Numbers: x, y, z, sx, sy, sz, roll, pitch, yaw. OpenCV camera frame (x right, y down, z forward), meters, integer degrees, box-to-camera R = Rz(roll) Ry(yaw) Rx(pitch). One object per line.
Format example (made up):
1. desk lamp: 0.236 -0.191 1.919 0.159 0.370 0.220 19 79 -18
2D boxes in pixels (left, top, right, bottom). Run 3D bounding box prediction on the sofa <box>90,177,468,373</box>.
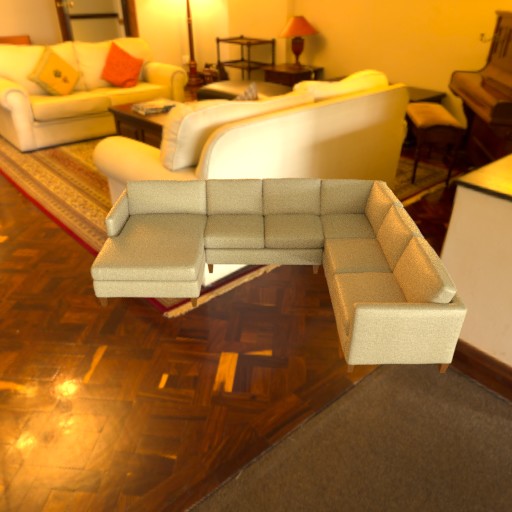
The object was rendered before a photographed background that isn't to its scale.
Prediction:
1. sofa: 0.000 0.000 4.786 3.460 0.961 2.594 0 31 0
